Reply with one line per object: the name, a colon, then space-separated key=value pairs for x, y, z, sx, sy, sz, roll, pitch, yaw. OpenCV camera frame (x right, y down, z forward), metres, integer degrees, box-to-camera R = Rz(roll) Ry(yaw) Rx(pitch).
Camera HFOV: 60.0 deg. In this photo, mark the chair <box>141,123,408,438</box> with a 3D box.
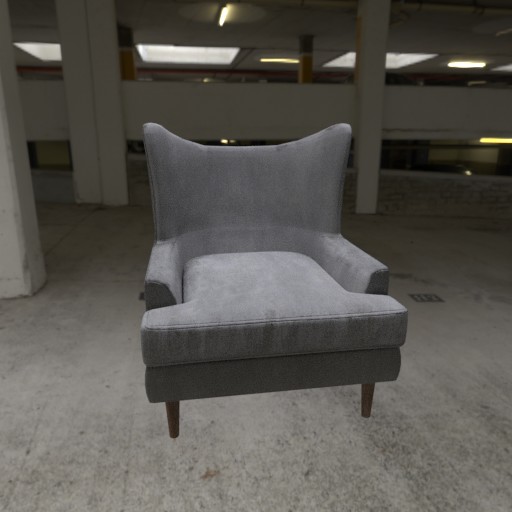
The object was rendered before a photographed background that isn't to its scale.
chair: x=0.000 y=0.000 z=1.645 sx=0.784 sy=0.950 sz=0.906 roll=-3 pitch=16 yaw=-9
